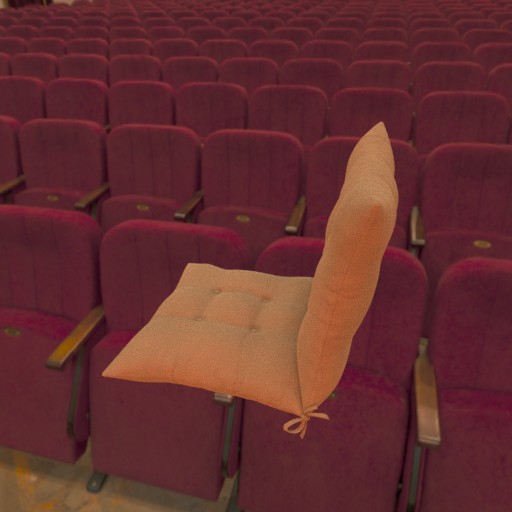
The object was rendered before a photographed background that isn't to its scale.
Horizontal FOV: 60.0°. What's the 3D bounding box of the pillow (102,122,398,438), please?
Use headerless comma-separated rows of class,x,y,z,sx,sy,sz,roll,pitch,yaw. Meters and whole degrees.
pillow,0.000,0.000,1.031,0.585,0.536,0.541,8,31,13
